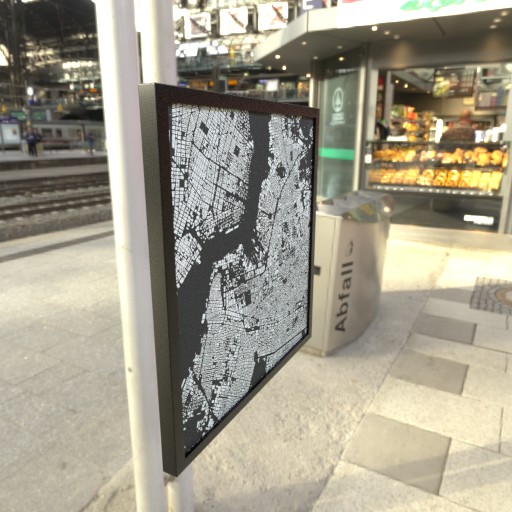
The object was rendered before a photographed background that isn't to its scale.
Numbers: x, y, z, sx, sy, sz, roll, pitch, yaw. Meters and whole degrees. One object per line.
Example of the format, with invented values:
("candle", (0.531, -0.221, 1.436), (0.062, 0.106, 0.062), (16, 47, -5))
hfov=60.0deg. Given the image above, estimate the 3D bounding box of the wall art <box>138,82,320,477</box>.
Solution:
("wall art", (0.000, 0.000, 1.141), (0.038, 0.761, 0.755), (8, 17, 27))
